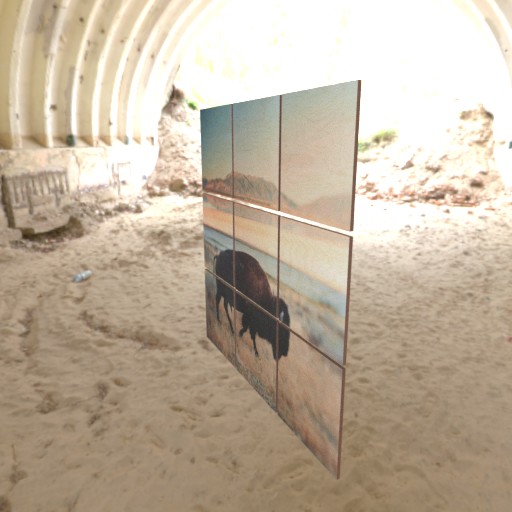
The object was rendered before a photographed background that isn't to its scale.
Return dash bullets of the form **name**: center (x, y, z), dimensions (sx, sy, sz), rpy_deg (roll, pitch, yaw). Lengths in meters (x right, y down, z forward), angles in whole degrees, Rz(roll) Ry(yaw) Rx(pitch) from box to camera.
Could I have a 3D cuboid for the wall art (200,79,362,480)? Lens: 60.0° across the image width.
- **wall art**: center (0.000, 0.000, 1.821), dimensions (0.019, 1.218, 1.221), rpy_deg (-7, 16, -25)
